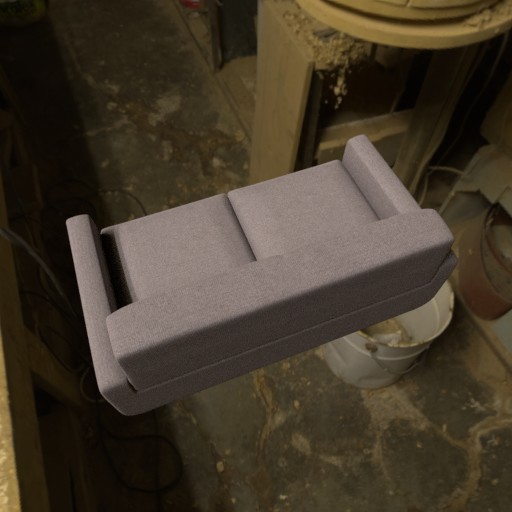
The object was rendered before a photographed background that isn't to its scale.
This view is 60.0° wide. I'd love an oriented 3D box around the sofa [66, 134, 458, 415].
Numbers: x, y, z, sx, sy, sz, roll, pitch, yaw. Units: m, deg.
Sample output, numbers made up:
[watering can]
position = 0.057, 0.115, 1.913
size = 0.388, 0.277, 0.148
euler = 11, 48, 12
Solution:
[sofa]
position = 0.000, 0.000, 2.185
size = 1.631, 0.841, 0.909
euler = -18, 59, -11
